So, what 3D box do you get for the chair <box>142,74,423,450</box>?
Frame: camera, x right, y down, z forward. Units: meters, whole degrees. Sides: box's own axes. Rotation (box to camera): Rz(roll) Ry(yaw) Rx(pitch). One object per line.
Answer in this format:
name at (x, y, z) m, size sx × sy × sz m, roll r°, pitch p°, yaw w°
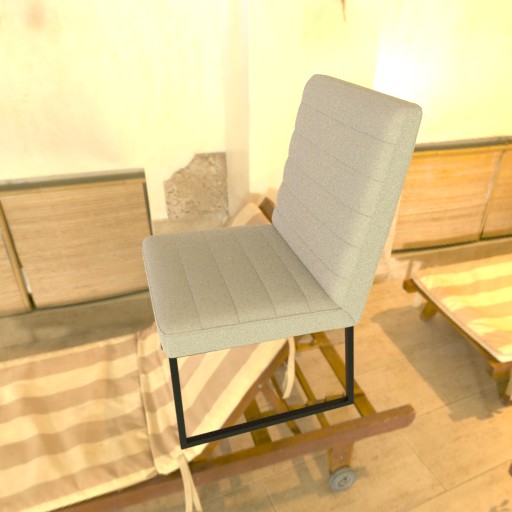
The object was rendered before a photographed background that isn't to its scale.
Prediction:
chair at (0.000, 0.000, 1.310) m, size 0.634 × 0.930 × 0.520 m, roll -9°, pitch 31°, yaw -15°
